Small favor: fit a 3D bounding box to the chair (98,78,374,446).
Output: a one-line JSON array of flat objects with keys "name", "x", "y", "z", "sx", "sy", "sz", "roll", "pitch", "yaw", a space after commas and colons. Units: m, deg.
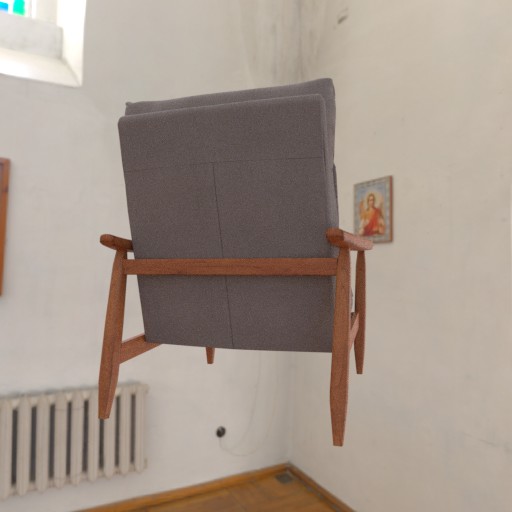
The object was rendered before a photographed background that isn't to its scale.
[{"name": "chair", "x": 0.000, "y": 0.000, "z": 1.522, "sx": 0.782, "sy": 0.922, "sz": 0.816, "roll": 0, "pitch": -2, "yaw": 17}]
